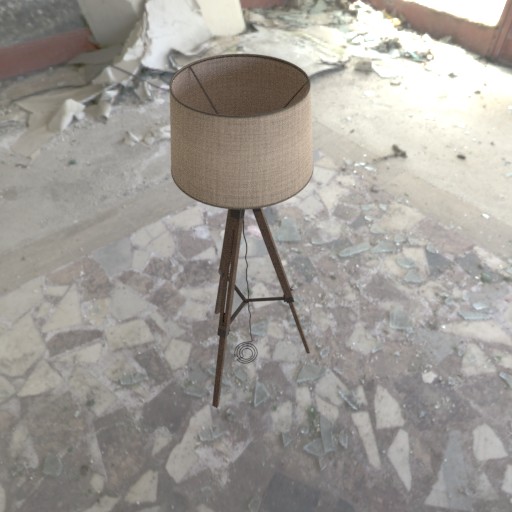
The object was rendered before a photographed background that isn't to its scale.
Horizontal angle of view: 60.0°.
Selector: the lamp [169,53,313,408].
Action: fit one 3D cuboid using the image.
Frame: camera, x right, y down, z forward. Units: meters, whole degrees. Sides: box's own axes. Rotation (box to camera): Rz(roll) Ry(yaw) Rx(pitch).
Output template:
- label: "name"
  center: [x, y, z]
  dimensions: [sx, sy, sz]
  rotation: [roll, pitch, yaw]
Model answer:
- label: "lamp"
  center: [0.000, 0.000, 1.873]
  dimensions: [0.587, 1.510, 0.604]
  rotation: [-3, 46, -3]
